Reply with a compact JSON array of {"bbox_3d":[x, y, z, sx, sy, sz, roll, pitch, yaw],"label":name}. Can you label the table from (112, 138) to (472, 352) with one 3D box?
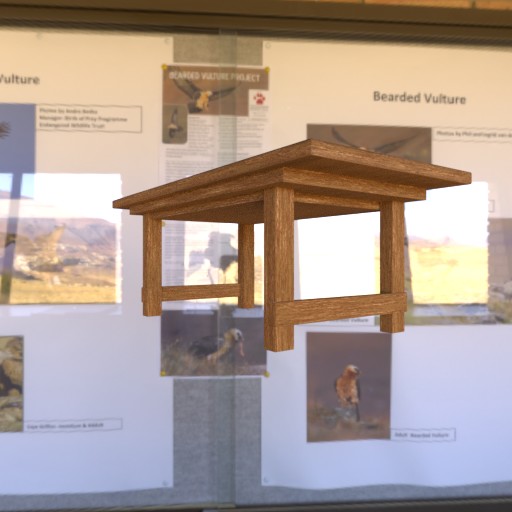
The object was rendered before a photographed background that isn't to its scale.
[{"bbox_3d":[0.000,0.000,2.530,1.000,0.762,1.982,0,0,-36],"label":"table"}]
